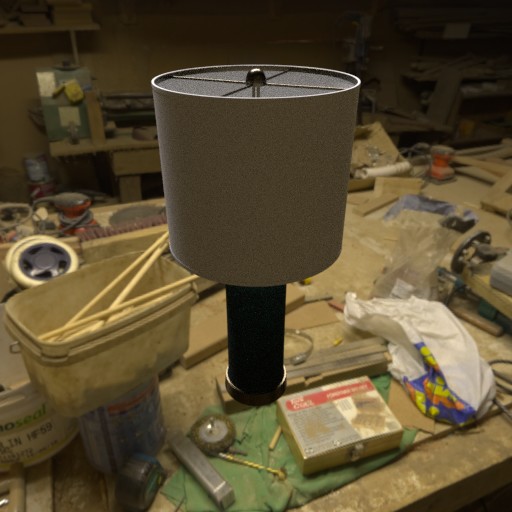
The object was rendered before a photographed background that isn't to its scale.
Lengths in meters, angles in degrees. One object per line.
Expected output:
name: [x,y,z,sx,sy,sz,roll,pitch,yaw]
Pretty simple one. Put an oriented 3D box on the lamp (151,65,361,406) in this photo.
lamp: [0.000,0.000,0.801,0.301,0.630,0.301,-11,32,-19]
